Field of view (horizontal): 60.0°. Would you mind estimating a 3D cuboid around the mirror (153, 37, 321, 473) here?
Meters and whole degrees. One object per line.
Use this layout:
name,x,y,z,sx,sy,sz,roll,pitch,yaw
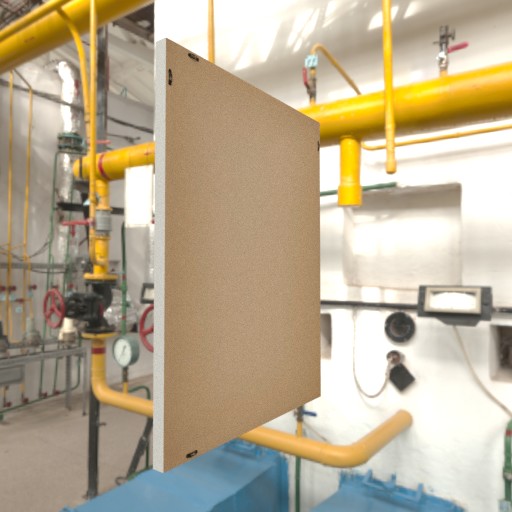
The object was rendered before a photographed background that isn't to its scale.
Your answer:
mirror,0.000,0.000,1.347,0.041,1.016,0.762,-1,-2,36
